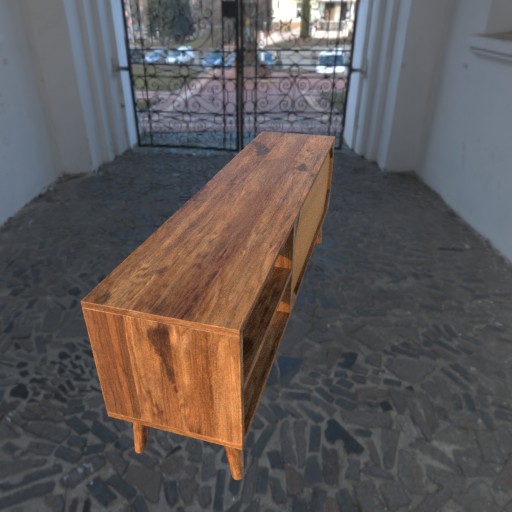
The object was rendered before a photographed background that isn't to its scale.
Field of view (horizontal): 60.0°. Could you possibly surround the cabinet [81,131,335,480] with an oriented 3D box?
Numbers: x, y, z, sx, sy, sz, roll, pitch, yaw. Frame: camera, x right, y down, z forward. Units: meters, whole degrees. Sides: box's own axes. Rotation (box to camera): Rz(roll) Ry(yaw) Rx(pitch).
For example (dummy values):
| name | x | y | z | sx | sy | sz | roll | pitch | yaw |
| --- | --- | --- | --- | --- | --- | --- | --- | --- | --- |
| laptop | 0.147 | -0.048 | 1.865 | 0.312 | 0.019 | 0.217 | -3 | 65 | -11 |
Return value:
| name | x | y | z | sx | sy | sz | roll | pitch | yaw |
| --- | --- | --- | --- | --- | --- | --- | --- | --- | --- |
| cabinet | 0.000 | 0.000 | 1.618 | 0.349 | 0.528 | 1.448 | 8 | 31 | 14 |
